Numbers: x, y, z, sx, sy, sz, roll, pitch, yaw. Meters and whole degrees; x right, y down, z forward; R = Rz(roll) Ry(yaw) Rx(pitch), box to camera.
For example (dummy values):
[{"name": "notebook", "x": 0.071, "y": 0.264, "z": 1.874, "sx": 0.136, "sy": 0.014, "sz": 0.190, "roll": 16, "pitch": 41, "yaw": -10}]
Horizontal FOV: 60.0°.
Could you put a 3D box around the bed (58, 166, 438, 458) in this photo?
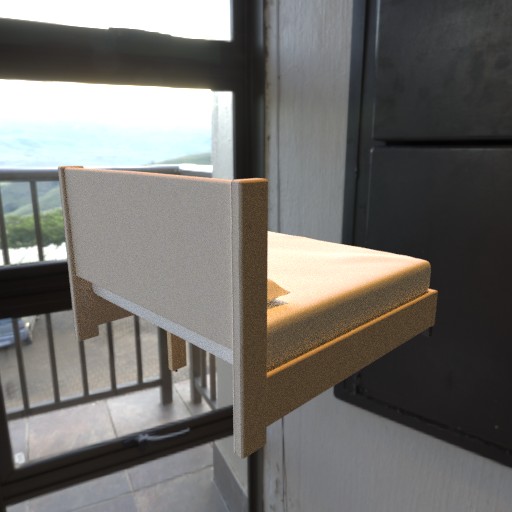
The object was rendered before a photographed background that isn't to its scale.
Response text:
[{"name": "bed", "x": 0.000, "y": 0.000, "z": 3.697, "sx": 2.293, "sy": 1.471, "sz": 2.145, "roll": -13, "pitch": 19, "yaw": -43}]
